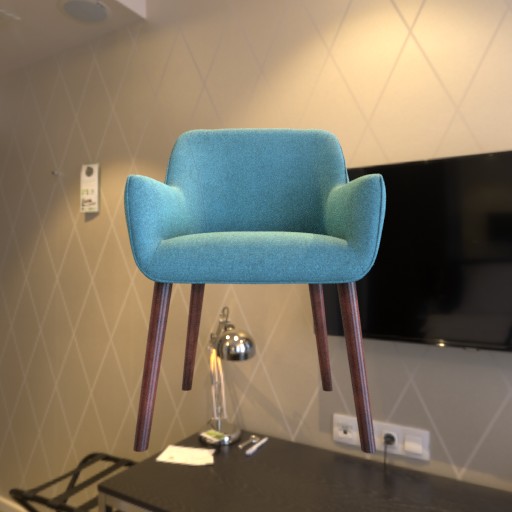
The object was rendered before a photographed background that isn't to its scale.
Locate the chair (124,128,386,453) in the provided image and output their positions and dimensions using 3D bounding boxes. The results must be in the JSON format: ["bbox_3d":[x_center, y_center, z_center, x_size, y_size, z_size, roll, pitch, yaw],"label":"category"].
[{"bbox_3d":[0.000,0.000,1.148,0.543,0.803,0.519,0,-1,1],"label":"chair"}]
